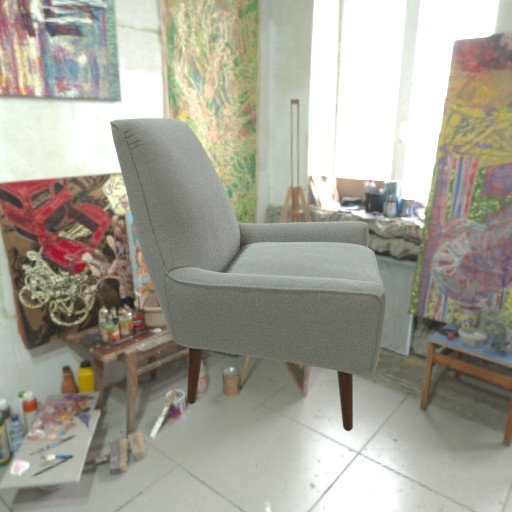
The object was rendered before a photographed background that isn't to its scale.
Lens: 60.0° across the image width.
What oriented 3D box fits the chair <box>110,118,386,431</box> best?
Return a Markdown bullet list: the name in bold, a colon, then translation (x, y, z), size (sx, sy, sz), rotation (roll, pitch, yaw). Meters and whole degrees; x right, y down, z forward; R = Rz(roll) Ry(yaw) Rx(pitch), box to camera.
- **chair**: translation (0.000, 0.000, 1.495), size (0.822, 0.888, 0.787), rotation (3, 17, 10)
